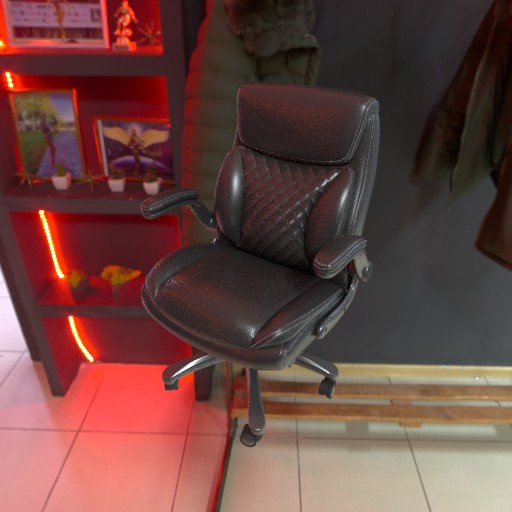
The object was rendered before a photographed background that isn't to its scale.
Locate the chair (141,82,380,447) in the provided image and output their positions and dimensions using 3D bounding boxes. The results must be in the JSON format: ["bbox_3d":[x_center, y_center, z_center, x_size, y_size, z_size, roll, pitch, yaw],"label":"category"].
[{"bbox_3d":[0.000,0.000,1.627,0.782,1.110,0.724,19,35,29],"label":"chair"}]
